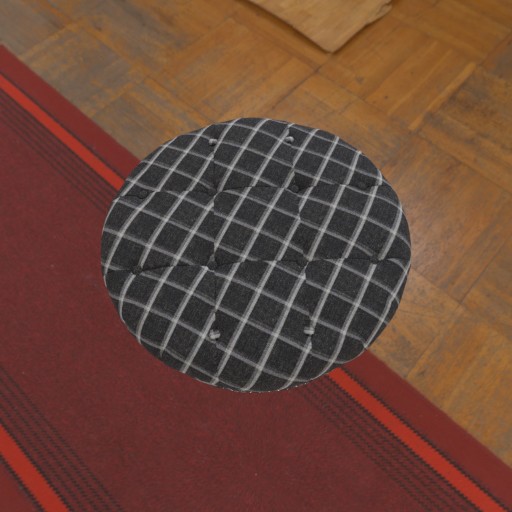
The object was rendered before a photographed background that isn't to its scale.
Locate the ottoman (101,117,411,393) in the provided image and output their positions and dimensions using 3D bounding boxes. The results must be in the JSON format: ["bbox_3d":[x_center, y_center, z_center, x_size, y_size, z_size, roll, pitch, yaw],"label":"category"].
[{"bbox_3d":[0.000,0.000,1.434,0.901,0.439,0.901,0,64,0],"label":"ottoman"}]
